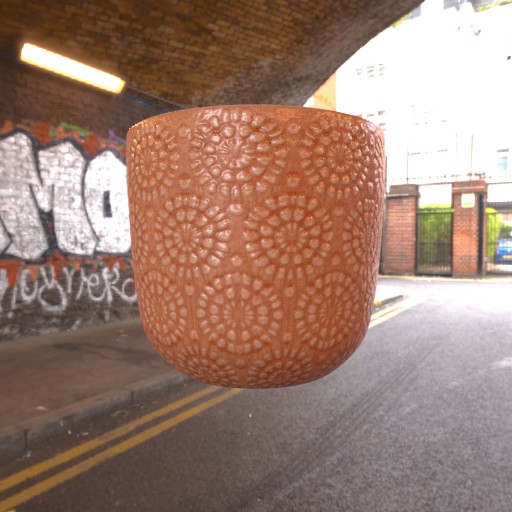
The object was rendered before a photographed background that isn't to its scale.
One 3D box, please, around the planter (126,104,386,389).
[{"bbox_3d":[0.000,0.000,0.372,0.208,0.190,0.208,0,2,0],"label":"planter"}]
